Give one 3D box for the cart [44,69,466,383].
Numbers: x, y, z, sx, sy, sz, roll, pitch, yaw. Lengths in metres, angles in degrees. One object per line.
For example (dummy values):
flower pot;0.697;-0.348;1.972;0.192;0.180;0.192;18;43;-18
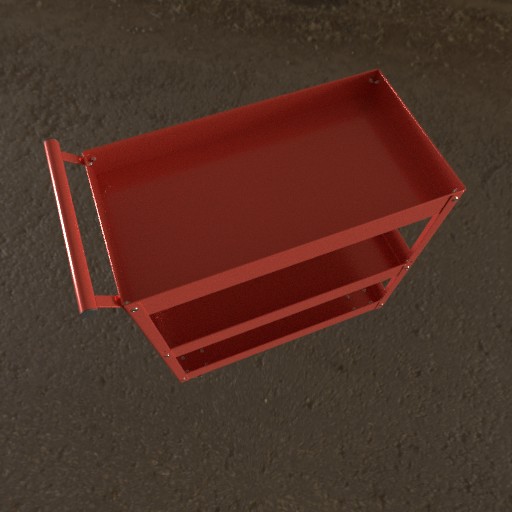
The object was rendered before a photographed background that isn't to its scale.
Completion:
cart;0.000;0.000;1.155;0.719;0.780;0.366;-19;64;-9
